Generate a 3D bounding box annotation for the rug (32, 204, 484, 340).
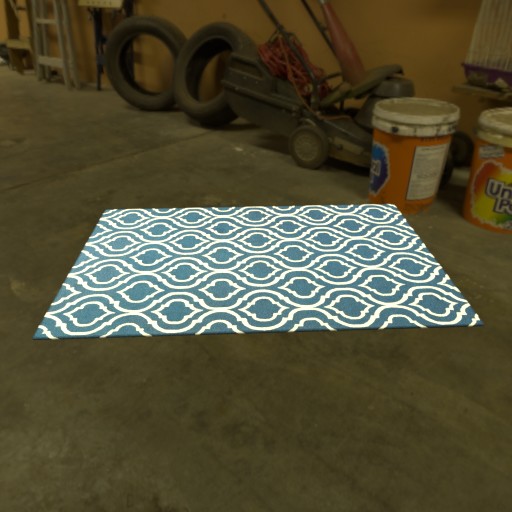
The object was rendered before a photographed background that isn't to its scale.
[{"bbox_3d":[0.000,0.000,2.201,1.753,0.010,1.143,-1,31,-2],"label":"rug"}]
